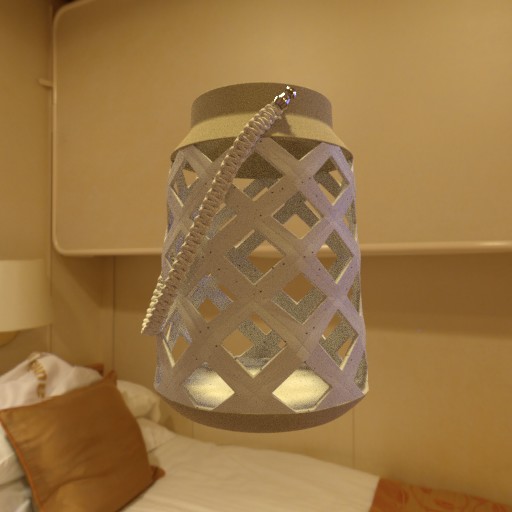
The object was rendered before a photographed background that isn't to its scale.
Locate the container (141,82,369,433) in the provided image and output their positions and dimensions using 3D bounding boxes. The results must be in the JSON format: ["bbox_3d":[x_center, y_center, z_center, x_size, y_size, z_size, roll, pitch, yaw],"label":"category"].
[{"bbox_3d":[0.000,0.000,0.396,0.198,0.264,0.188,0,-1,-18],"label":"container"}]
